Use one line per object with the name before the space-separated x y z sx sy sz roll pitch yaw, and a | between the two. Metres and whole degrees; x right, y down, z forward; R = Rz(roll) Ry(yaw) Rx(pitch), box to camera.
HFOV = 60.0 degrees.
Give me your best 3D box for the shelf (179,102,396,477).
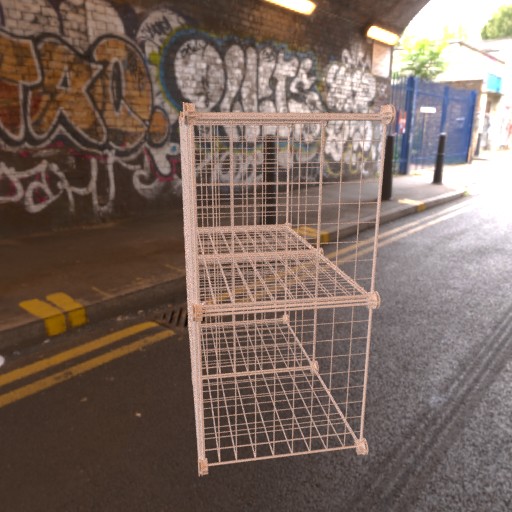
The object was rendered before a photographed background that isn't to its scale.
shelf | 0.000 0.000 1.151 0.356 0.711 0.711 -3 16 -10
